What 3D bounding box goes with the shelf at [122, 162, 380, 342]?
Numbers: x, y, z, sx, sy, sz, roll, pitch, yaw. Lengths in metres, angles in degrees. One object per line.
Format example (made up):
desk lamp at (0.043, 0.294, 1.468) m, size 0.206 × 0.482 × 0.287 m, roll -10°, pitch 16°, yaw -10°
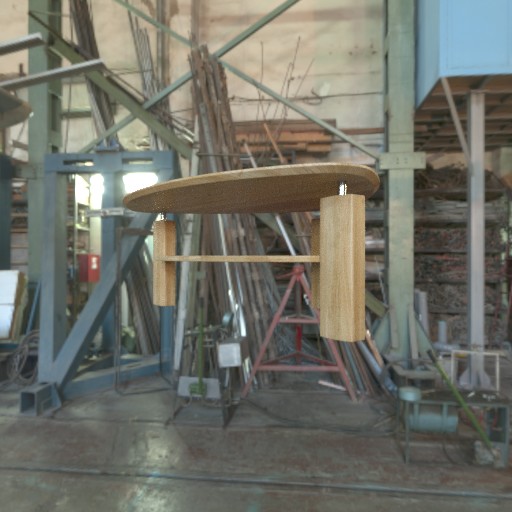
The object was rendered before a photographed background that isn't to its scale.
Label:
shelf at (0.000, 0.000, 1.654) m, size 0.863 × 0.439 × 1.240 m, roll 0°, pitch 0°, yaw -38°
